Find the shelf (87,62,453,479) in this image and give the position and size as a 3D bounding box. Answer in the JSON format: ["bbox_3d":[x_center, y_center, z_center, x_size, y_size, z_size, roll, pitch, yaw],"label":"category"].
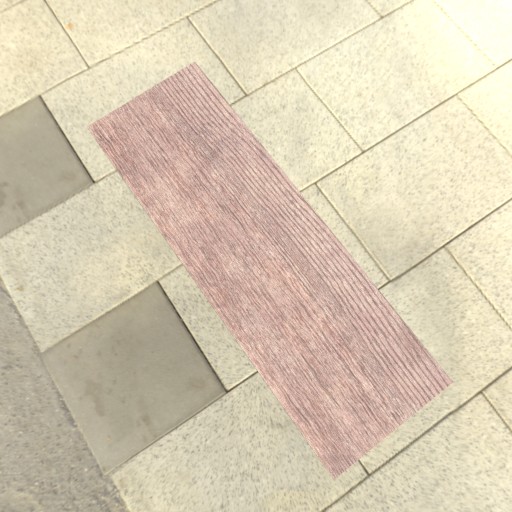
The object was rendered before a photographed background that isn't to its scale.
[{"bbox_3d":[0.000,0.000,0.692,0.200,0.125,0.610,-35,78,-9],"label":"shelf"}]
